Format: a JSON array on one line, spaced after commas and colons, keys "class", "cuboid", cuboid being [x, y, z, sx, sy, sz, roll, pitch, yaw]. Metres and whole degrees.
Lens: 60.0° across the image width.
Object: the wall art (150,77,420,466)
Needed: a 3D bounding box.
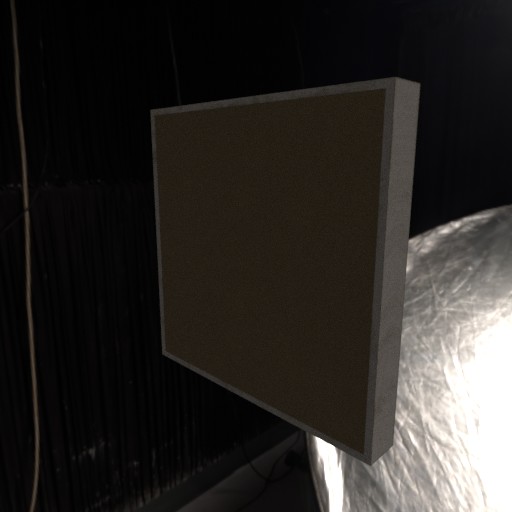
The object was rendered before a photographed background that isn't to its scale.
[{"class": "wall art", "cuboid": [0.000, 0.000, 0.452, 0.305, 0.303, 0.038, 12, 17, 43]}]
